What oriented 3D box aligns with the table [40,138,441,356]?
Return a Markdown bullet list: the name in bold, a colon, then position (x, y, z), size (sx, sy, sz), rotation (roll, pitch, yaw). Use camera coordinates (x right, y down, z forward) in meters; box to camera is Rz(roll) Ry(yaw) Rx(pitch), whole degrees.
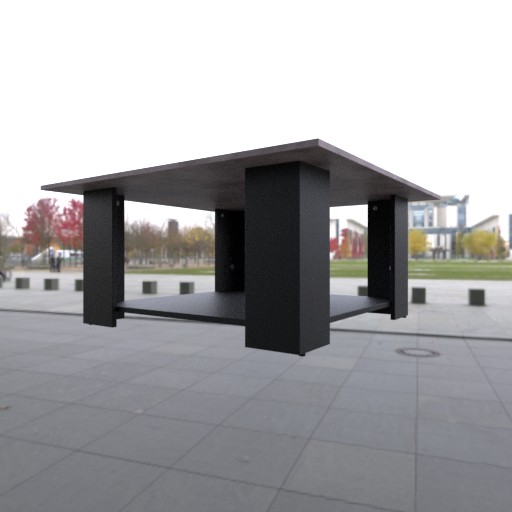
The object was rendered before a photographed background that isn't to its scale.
- **table**: position (0.000, 0.000, 1.039), size (0.670, 0.305, 0.670), rotation (0, 0, 35)
